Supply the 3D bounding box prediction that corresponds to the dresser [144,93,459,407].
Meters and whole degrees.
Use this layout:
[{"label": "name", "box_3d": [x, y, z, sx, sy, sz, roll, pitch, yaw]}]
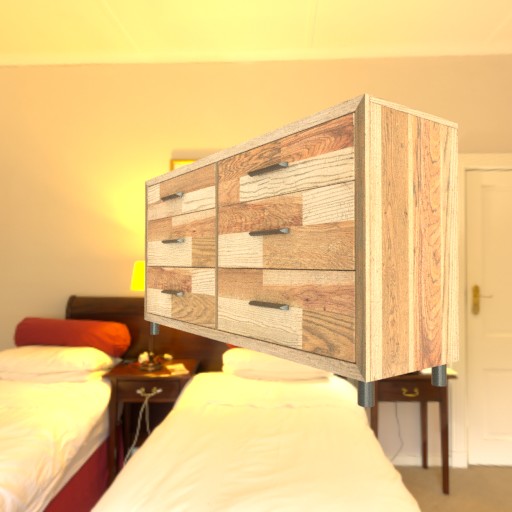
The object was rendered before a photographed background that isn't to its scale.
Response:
[{"label": "dresser", "box_3d": [0.000, 0.000, 1.903, 0.487, 0.834, 1.547, 1, -1, -35]}]
